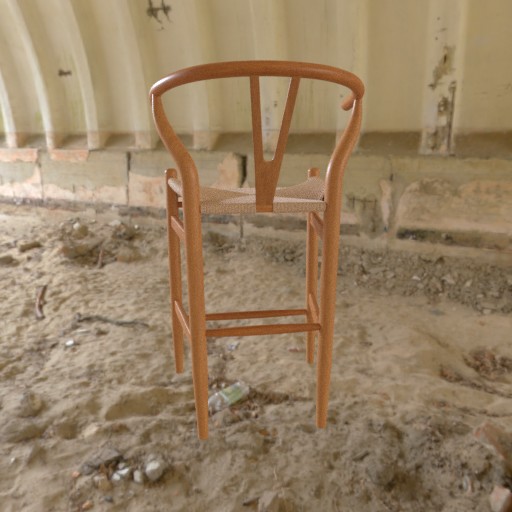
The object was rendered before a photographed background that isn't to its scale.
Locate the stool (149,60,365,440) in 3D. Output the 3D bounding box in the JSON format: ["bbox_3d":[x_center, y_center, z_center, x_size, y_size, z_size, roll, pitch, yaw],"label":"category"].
[{"bbox_3d":[0.000,0.000,1.301,0.569,0.970,0.579,-2,14,-8],"label":"stool"}]
